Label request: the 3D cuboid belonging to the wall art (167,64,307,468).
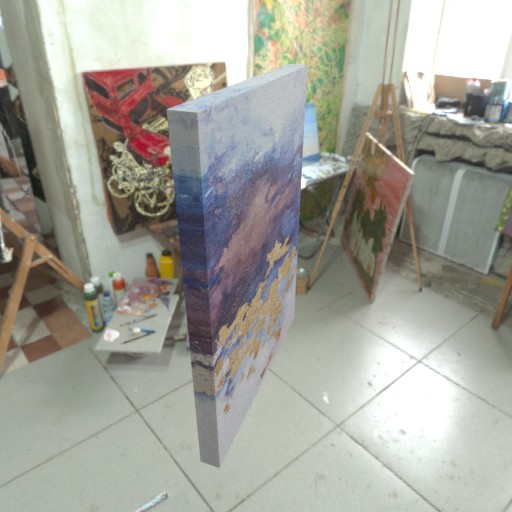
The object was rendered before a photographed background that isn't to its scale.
[{"bbox_3d":[0.000,0.000,0.783,0.036,0.581,0.437,11,31,18],"label":"wall art"}]
